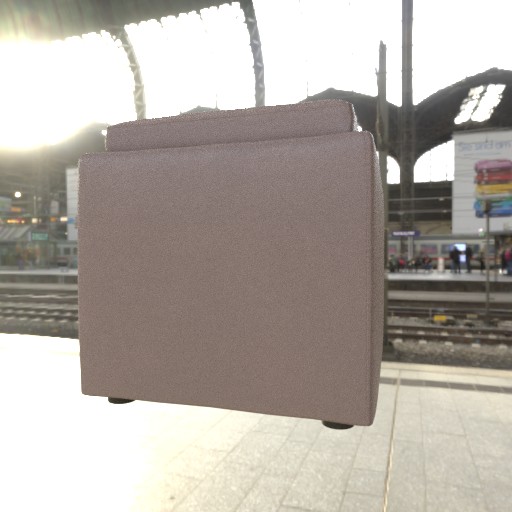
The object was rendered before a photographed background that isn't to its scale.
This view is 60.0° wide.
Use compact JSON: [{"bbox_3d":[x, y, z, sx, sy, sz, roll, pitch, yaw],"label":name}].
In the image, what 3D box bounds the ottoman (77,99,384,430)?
[{"bbox_3d":[0.000,0.000,0.818,0.451,0.460,0.450,0,0,17],"label":"ottoman"}]
